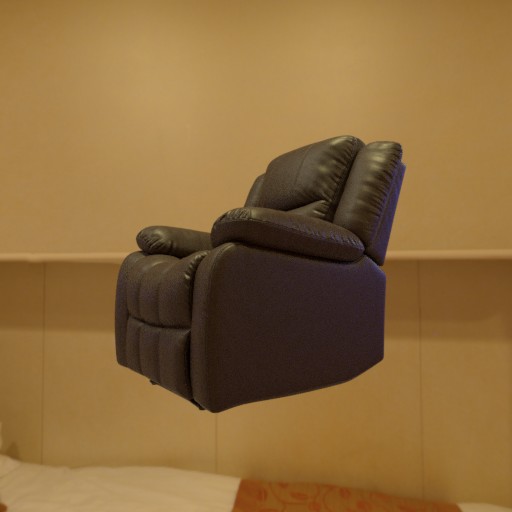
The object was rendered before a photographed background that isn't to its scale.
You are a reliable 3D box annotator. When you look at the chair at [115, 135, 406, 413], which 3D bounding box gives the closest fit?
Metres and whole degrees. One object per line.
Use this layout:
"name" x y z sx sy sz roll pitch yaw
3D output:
"chair" 0.000 0.000 1.801 0.934 1.009 0.899 1 -2 -36
